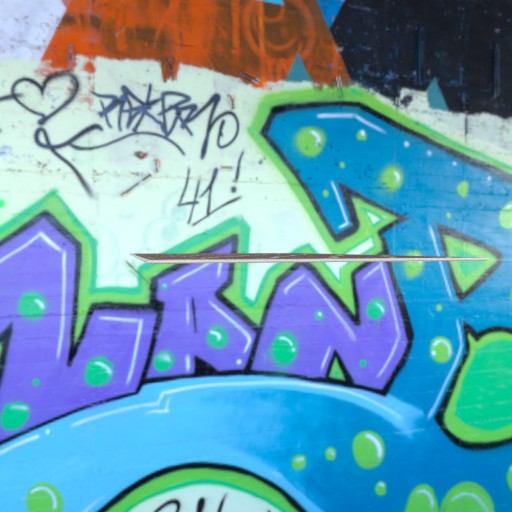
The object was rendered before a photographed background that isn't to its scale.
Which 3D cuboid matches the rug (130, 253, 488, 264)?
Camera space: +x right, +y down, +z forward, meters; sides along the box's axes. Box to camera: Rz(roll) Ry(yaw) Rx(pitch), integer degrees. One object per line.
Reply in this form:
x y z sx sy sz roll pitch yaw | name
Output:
0.000 0.000 2.882 1.528 0.014 2.294 0 1 -18 | rug
